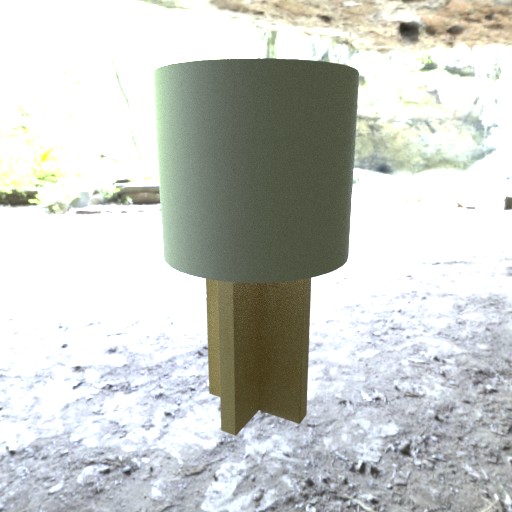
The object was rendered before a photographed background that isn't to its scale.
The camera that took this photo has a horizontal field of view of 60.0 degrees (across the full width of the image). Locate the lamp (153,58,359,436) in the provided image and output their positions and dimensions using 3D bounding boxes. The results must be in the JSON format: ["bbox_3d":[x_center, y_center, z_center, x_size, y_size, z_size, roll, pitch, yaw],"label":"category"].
[{"bbox_3d":[0.000,0.000,0.559,0.229,0.428,0.229,9,18,28],"label":"lamp"}]
